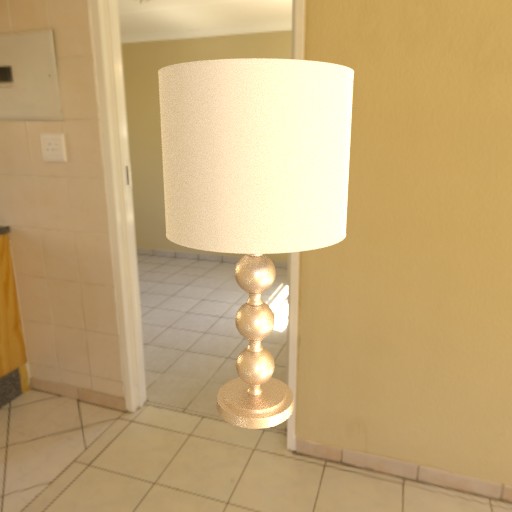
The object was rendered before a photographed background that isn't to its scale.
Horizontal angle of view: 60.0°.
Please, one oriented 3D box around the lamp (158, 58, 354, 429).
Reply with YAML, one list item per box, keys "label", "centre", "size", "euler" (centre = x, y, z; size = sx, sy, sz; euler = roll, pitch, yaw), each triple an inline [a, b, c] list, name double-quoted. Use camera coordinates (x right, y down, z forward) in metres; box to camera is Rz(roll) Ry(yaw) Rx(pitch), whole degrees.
- label: "lamp"
  centre: [0.000, 0.000, 0.704]
  size: [0.277, 0.538, 0.277]
  euler: [2, 15, 9]
